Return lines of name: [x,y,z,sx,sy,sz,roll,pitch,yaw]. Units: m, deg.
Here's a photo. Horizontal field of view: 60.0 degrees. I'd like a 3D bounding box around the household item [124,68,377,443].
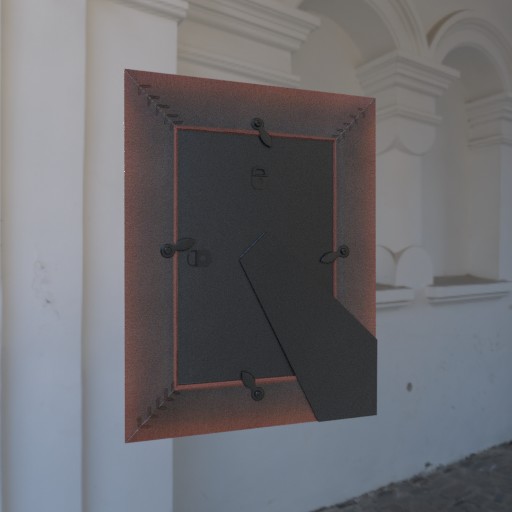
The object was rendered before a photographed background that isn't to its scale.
household item: [0.000,0.000,0.289,0.165,0.216,0.025,0,0,-17]
